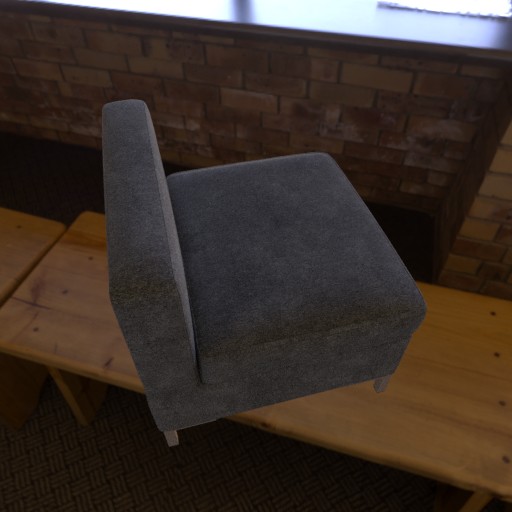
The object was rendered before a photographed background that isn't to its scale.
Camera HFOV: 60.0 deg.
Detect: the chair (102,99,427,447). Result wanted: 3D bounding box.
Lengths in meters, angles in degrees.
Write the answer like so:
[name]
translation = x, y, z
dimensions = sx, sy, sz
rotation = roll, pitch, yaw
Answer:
[chair]
translation = 0.000, 0.000, 1.210
dimensions = 0.680, 0.660, 0.680
rotation = -11, 48, -10
